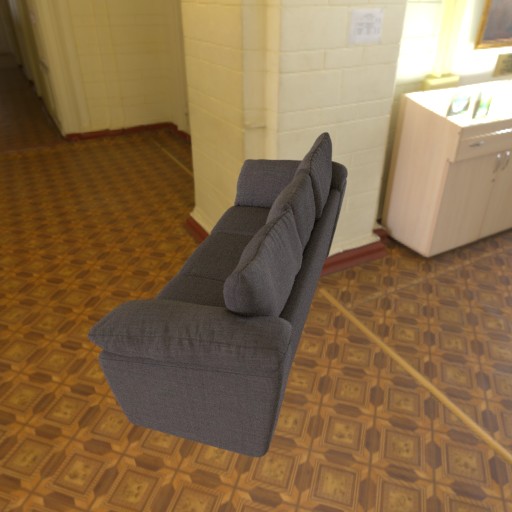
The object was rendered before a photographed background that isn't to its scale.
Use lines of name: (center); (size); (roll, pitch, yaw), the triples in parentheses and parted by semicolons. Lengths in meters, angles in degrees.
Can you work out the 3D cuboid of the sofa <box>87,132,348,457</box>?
sofa: (0.000, 0.000, 2.854); (0.883, 1.080, 2.336); (9, 32, 14)
